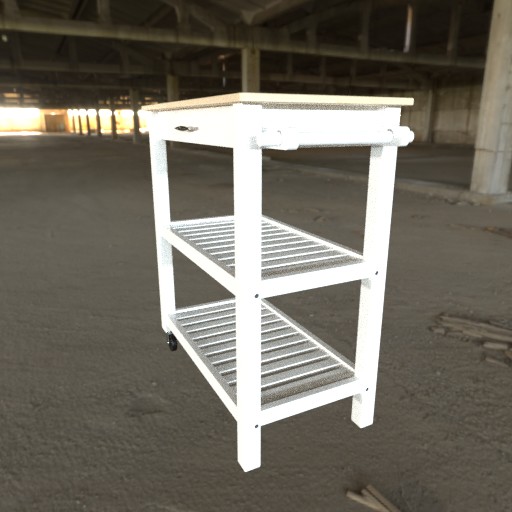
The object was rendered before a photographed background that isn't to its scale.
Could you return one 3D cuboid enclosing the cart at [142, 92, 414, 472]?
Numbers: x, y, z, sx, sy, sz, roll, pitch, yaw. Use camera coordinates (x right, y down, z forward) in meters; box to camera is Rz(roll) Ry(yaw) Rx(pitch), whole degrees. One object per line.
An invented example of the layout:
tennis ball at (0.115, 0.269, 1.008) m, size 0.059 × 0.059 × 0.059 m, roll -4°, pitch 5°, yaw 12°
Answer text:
cart at (0.000, 0.000, 1.416) m, size 0.457 × 0.927 × 0.899 m, roll -8°, pitch 19°, yaw -26°
